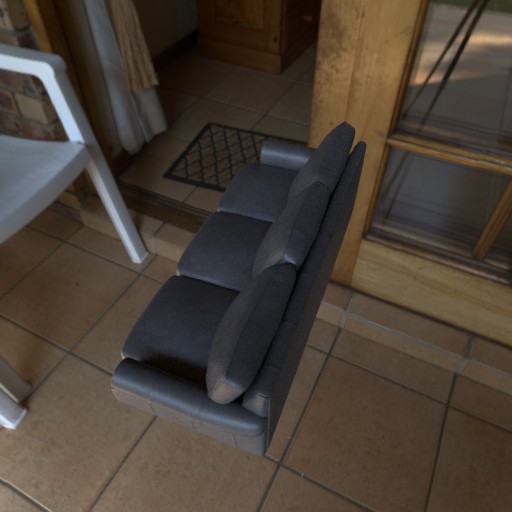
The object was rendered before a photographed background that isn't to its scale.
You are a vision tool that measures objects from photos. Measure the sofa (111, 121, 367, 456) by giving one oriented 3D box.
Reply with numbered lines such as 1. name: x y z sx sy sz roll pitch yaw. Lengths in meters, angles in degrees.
1. sofa: 0.000 0.000 3.002 0.974 0.977 2.387 16 50 14
